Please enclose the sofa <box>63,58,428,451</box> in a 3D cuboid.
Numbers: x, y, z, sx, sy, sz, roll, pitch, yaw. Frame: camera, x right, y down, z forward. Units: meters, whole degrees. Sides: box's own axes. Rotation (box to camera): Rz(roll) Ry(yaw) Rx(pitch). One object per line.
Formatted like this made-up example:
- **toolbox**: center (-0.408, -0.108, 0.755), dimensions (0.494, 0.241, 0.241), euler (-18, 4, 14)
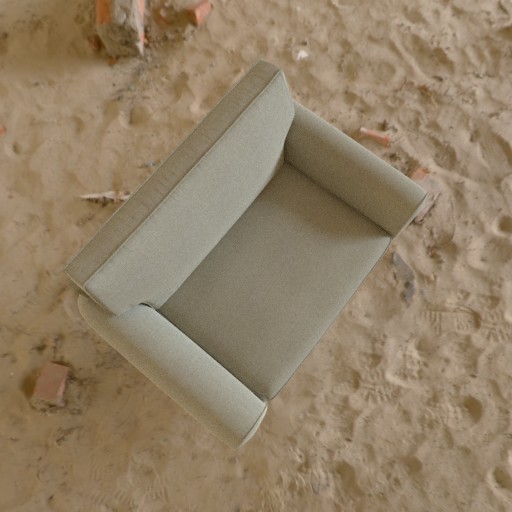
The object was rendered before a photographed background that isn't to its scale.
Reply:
- **sofa**: center (0.000, 0.000, 2.057), dimensions (0.936, 0.991, 1.405), euler (38, 78, 9)
